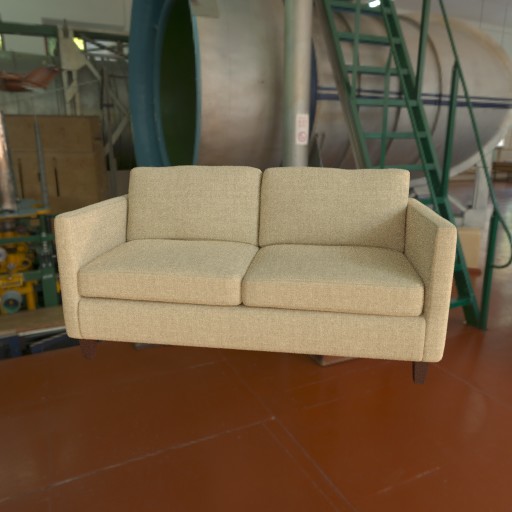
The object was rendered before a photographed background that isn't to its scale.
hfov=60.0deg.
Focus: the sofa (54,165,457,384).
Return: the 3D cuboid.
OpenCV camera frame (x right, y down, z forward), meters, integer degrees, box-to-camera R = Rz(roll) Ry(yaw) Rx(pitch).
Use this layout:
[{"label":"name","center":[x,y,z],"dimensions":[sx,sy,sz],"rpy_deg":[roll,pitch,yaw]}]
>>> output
[{"label":"sofa","center":[0.000,0.000,2.496],"dimensions":[1.884,0.963,0.950],"rpy_deg":[2,15,8]}]
